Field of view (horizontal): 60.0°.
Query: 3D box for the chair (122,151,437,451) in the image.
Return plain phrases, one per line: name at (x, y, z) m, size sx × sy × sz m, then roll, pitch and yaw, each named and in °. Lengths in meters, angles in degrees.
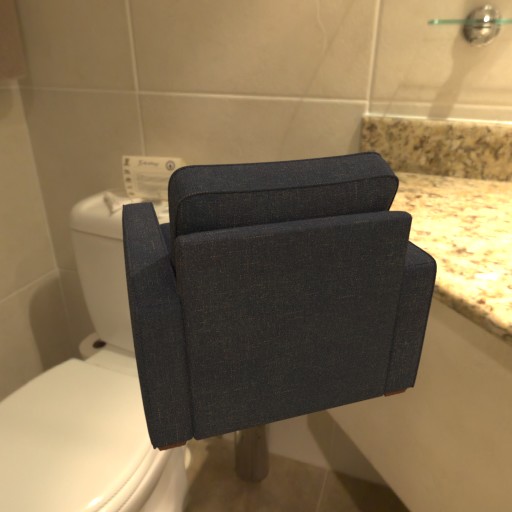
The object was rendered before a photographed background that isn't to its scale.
chair at (0.000, 0.000, 1.779) m, size 1.017 × 0.919 × 0.940 m, roll -8°, pitch 27°, yaw -15°
